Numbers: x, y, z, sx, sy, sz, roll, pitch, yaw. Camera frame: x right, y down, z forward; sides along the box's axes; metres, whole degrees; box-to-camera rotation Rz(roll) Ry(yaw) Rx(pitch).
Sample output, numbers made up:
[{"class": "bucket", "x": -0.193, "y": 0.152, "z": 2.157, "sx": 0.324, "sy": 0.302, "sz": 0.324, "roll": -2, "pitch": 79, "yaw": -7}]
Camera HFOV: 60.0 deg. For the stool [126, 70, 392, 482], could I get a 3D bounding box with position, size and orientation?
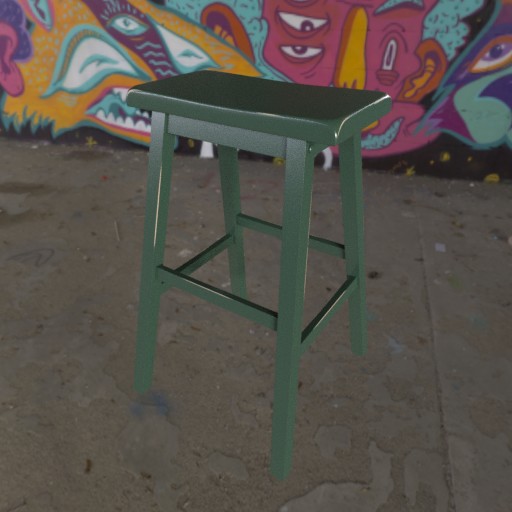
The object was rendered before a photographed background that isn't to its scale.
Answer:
[{"class": "stool", "x": 0.000, "y": 0.000, "z": 1.027, "sx": 0.457, "sy": 0.737, "sz": 0.476, "roll": 19, "pitch": 37, "yaw": 28}]
